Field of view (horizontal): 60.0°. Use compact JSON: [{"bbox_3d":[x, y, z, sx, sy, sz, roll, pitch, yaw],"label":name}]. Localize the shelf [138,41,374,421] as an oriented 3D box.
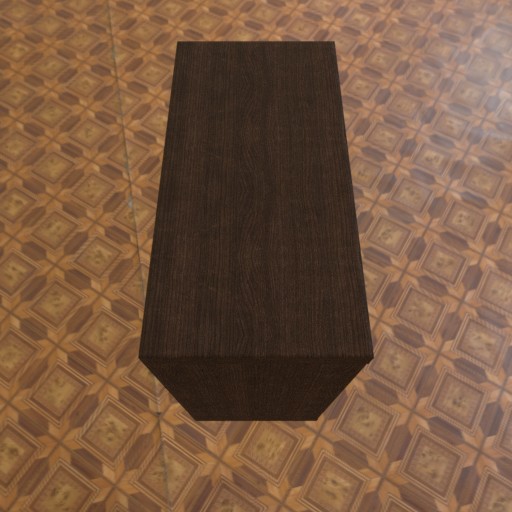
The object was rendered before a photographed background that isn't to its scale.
[{"bbox_3d":[0.000,0.000,1.263,0.390,0.786,0.790,0,62,0],"label":"shelf"}]
